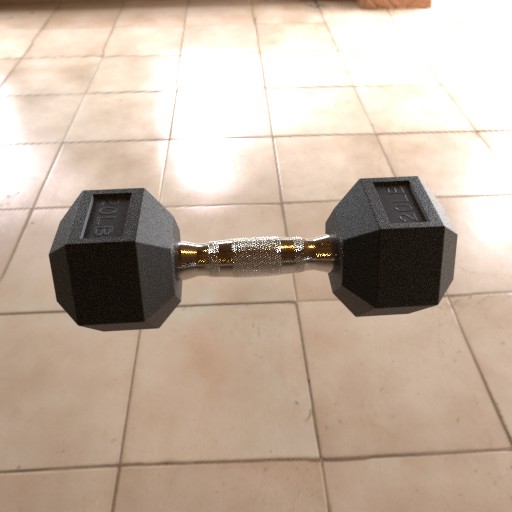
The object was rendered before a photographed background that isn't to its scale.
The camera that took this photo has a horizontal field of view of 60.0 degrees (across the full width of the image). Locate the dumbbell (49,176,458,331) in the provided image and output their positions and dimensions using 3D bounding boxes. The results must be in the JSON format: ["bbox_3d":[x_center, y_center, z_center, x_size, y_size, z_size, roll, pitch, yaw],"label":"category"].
[{"bbox_3d":[0.000,0.000,0.355,0.297,0.101,0.116,-3,46,-3],"label":"dumbbell"}]
